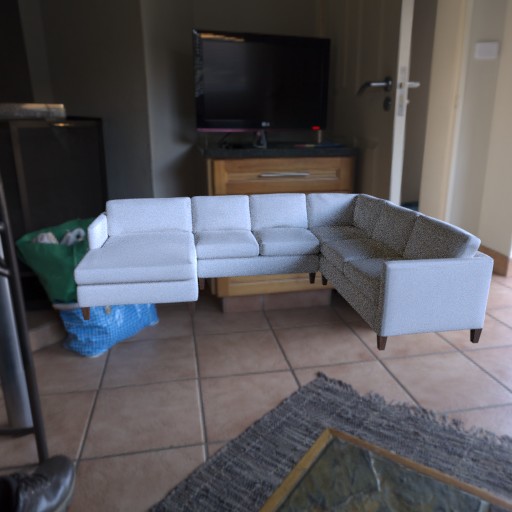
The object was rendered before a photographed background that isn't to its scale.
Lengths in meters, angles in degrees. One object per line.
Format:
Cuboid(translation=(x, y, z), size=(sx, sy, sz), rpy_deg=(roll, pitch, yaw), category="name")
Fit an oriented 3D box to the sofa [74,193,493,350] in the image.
Cuboid(translation=(0.000, 0.000, 4.504), size=(3.459, 0.956, 2.593), rpy_deg=(-2, 16, -8), category="sofa")
